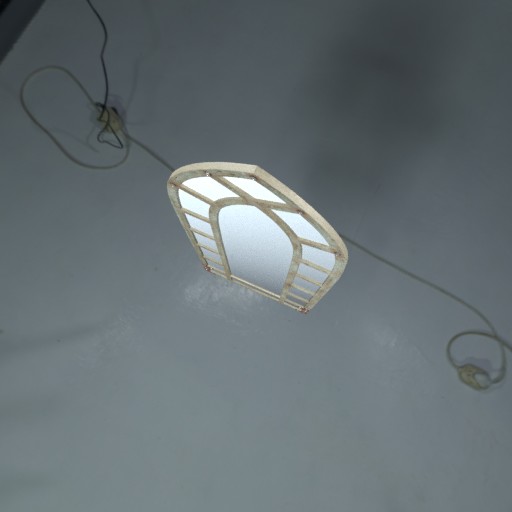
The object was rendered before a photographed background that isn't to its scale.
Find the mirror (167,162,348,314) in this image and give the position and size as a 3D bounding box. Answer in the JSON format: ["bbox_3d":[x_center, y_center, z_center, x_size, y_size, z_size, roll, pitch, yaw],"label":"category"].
[{"bbox_3d":[0.000,0.000,1.296,0.464,1.175,0.025,23,77,6],"label":"mirror"}]
